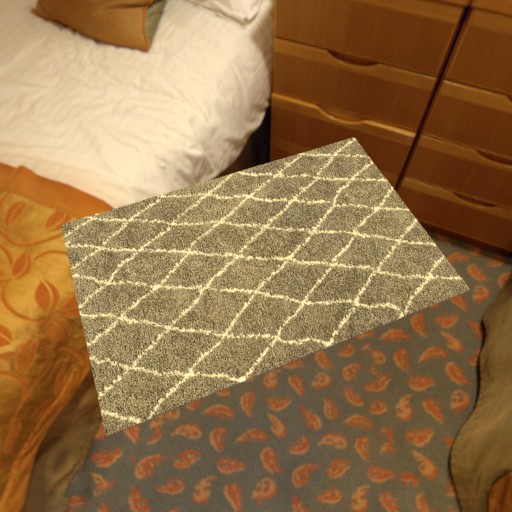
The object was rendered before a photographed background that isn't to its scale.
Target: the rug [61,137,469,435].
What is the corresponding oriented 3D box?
[{"bbox_3d":[0.000,0.000,3.485,2.743,0.030,1.778,-19,59,-12],"label":"rug"}]
